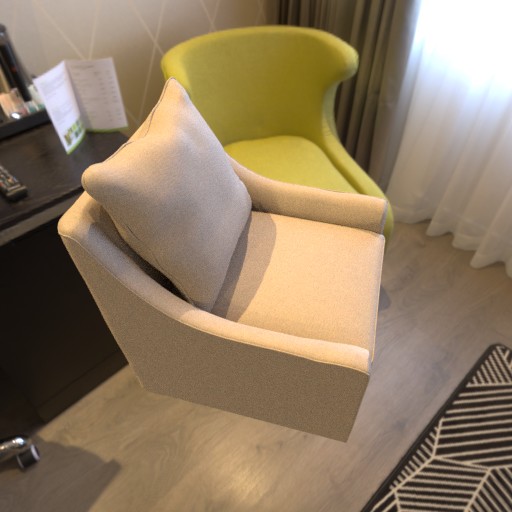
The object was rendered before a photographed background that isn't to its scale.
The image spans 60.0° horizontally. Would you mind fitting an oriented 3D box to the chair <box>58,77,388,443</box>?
[{"bbox_3d":[0.000,0.000,1.534,0.876,0.942,0.760,11,47,10],"label":"chair"}]
